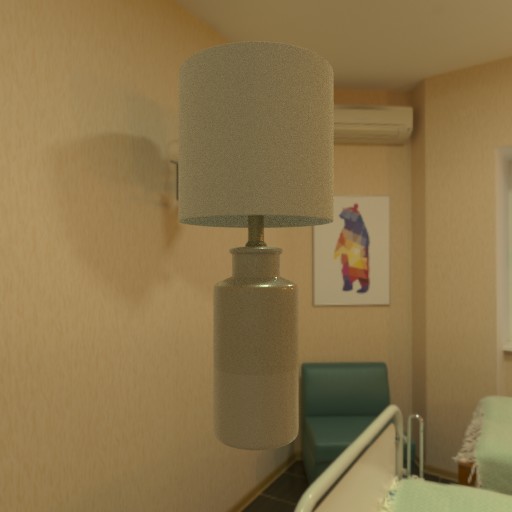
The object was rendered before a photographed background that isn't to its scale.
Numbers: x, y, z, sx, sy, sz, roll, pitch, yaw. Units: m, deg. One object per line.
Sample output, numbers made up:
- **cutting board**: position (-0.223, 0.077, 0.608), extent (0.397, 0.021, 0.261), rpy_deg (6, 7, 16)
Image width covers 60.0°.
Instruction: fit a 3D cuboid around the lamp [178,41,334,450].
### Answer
- **lamp**: position (0.000, 0.000, 0.613), extent (0.212, 0.493, 0.212), rpy_deg (0, 0, 2)
